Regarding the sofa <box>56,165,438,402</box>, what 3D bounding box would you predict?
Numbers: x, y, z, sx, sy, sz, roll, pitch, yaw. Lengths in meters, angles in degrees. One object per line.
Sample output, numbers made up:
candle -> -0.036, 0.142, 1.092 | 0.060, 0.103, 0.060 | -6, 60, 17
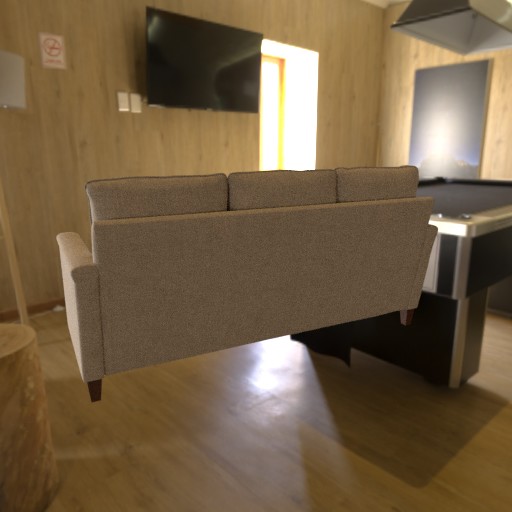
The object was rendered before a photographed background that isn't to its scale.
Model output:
sofa -> 0.000, 0.000, 2.412 | 1.925, 0.959, 0.828 | -7, 16, -26
